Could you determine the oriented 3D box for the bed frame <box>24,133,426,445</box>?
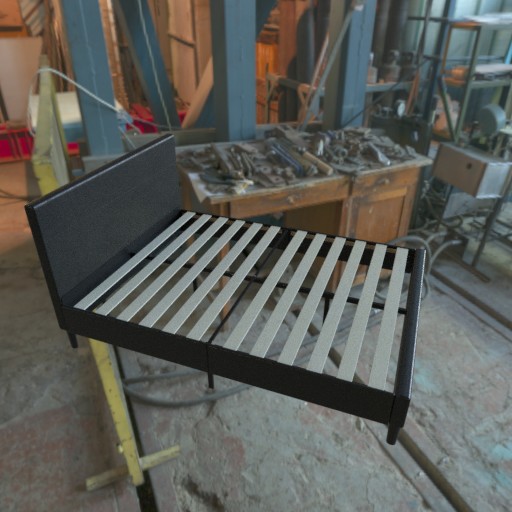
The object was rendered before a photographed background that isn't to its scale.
[{"bbox_3d":[0.000,0.000,3.196,2.318,1.127,1.634,11,33,18],"label":"bed frame"}]
